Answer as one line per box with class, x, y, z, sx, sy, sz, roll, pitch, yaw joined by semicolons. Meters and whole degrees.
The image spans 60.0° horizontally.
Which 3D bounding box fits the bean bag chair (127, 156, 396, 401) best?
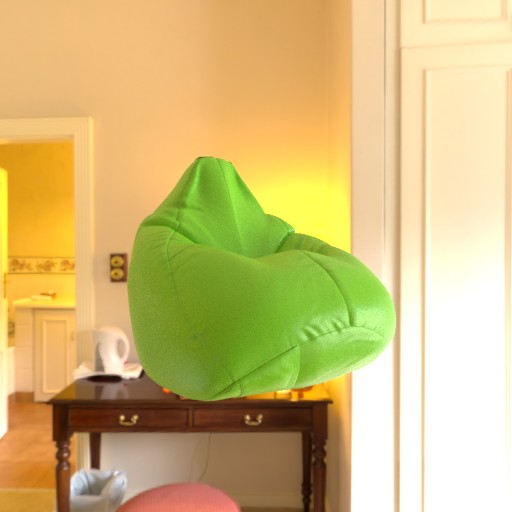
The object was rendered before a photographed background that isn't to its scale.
bean bag chair;0.000;0.000;1.924;1.070;0.990;1.070;0;1;-37
